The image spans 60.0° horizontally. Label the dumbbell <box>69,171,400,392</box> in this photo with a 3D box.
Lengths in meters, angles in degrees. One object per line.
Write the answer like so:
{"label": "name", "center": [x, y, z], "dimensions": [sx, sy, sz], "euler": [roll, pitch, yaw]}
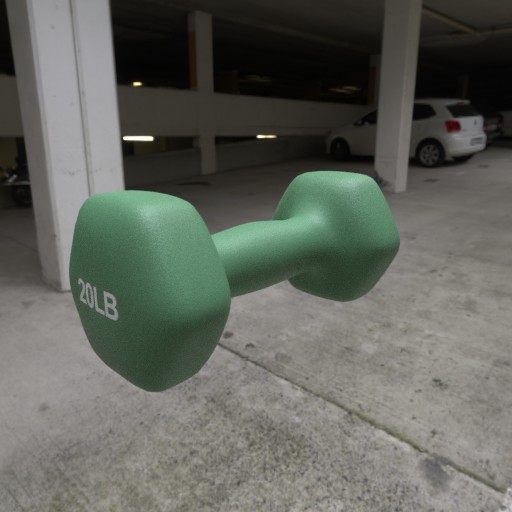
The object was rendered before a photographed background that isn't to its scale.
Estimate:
{"label": "dumbbell", "center": [0.000, 0.000, 0.337], "dimensions": [0.126, 0.114, 0.257], "euler": [15, 21, 43]}
